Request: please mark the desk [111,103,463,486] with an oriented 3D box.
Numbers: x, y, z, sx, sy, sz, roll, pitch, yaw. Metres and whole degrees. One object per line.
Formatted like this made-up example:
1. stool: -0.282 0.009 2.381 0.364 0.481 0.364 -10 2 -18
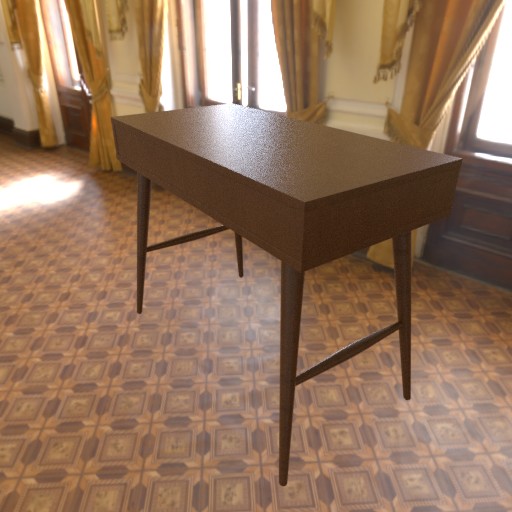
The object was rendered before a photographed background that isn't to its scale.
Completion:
1. desk: 0.000 0.000 1.393 0.510 0.758 0.949 -18 33 -31
